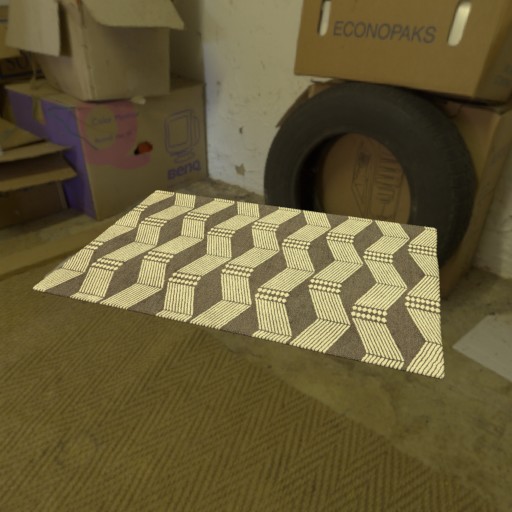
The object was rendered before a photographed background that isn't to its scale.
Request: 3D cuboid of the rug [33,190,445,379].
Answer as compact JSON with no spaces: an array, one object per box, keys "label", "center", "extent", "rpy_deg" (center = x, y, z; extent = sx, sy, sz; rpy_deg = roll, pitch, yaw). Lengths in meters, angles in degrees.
[{"label":"rug","center":[0.000,0.000,2.341],"extent":[1.833,0.016,1.210],"rpy_deg":[10,33,15]}]
